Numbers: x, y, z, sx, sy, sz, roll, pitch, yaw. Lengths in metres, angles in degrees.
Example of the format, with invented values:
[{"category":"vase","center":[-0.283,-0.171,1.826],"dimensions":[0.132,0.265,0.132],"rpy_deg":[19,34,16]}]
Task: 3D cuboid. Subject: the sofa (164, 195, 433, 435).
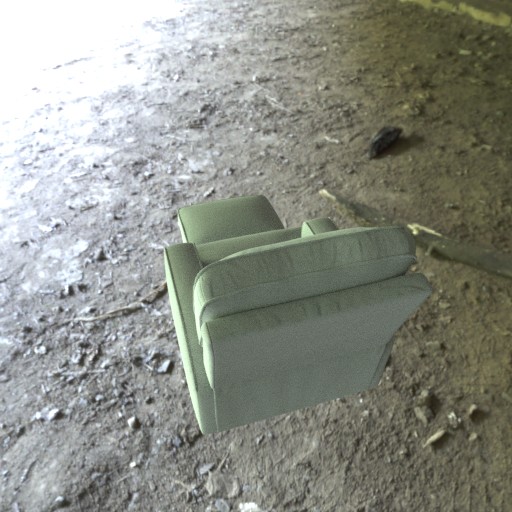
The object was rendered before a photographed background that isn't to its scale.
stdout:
[{"category":"sofa","center":[0.000,0.000,2.105],"dimensions":[0.861,0.959,1.472],"rpy_deg":[-11,41,-13]}]
